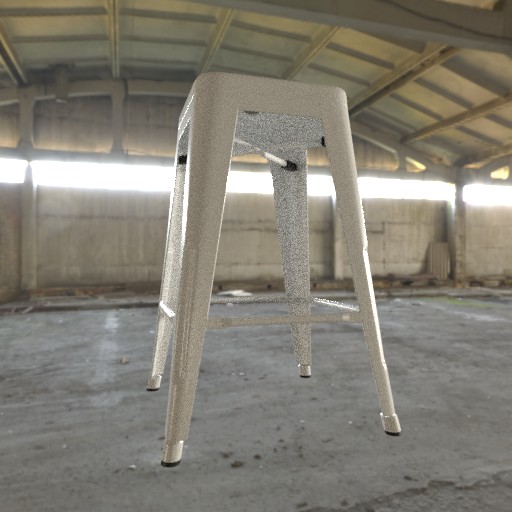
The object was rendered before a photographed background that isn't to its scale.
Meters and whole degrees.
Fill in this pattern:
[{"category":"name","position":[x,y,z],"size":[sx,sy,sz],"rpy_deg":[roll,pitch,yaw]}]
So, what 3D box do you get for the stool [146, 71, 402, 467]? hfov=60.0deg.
[{"category":"stool","position":[0.000,0.000,0.888],"size":[0.406,0.610,0.406],"rpy_deg":[0,0,-17]}]
